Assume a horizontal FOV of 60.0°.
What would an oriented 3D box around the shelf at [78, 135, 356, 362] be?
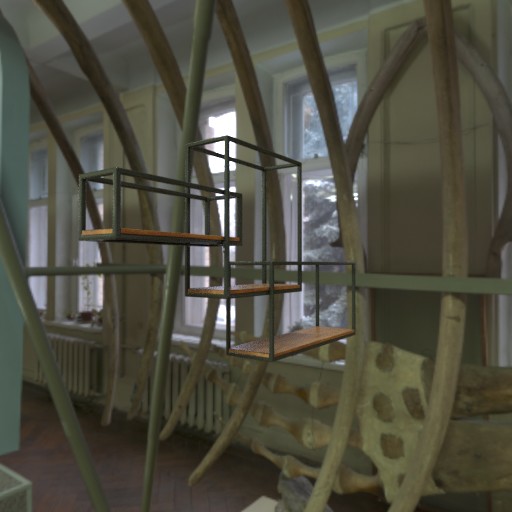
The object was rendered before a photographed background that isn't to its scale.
[{"bbox_3d":[0.000,0.000,2.158,0.275,0.972,1.781,-1,-1,36],"label":"shelf"}]
